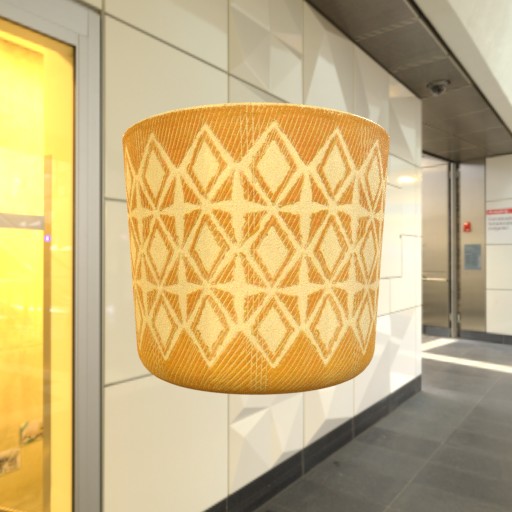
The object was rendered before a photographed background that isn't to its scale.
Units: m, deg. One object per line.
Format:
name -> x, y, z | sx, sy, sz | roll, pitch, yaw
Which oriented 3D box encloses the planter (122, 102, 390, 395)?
planter -> 0.000, 0.000, 0.334 | 0.193, 0.165, 0.193 | 0, 0, 0
